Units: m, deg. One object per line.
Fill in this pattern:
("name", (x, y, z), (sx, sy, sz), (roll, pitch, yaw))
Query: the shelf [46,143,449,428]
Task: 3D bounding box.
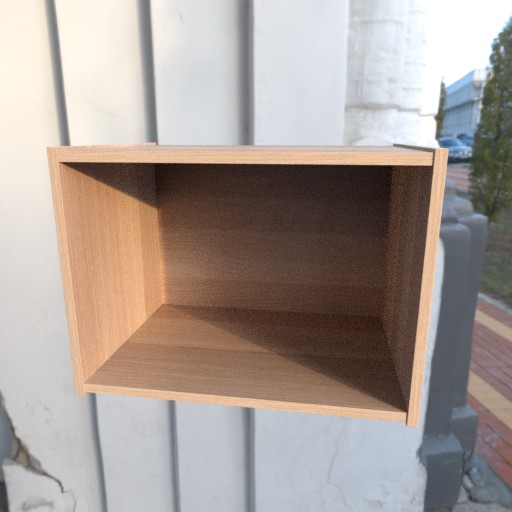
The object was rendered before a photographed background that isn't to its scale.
("shelf", (0.000, 0.000, 0.627), (0.415, 0.305, 0.290), (2, 15, 9))
